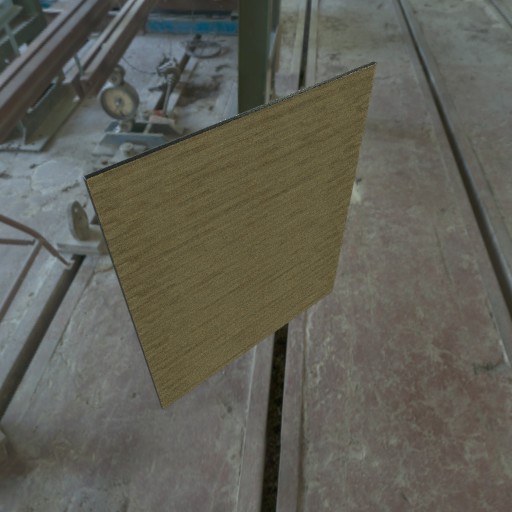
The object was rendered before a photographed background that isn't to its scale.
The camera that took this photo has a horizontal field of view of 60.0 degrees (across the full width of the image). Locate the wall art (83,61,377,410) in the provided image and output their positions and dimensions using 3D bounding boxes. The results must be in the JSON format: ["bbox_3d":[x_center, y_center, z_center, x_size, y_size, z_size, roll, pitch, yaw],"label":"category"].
[{"bbox_3d":[0.000,0.000,0.788,0.483,0.559,0.009,-30,53,-26],"label":"wall art"}]
